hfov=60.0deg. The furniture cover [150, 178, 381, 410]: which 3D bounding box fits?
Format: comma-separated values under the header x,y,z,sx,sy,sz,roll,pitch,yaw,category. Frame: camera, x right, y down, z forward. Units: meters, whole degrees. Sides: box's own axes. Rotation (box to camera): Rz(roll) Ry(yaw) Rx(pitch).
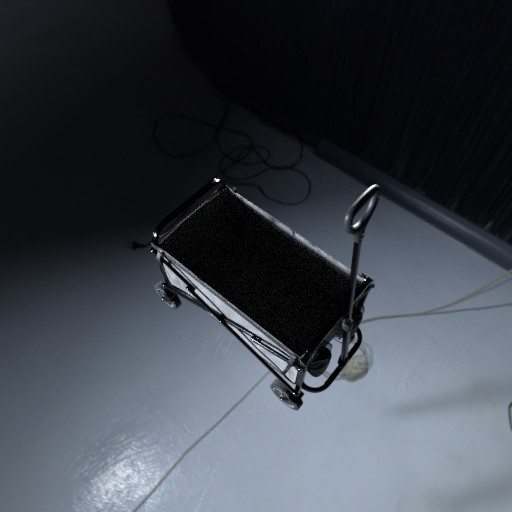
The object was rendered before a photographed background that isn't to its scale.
x,y,z,sx,sy,sz,roll,pitch,yaw,category
0.000,0.000,1.826,1.038,1.295,0.532,36,63,21,furniture cover
